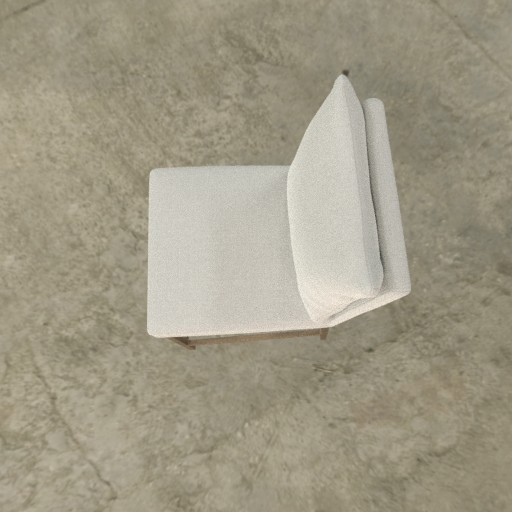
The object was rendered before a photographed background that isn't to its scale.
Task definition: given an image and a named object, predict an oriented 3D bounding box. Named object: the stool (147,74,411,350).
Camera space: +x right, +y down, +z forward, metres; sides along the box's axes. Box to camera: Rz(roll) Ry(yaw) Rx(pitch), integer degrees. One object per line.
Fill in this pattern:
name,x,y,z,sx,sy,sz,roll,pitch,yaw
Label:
stool,0.000,0.000,1.308,0.572,1.032,0.463,-3,75,-1
